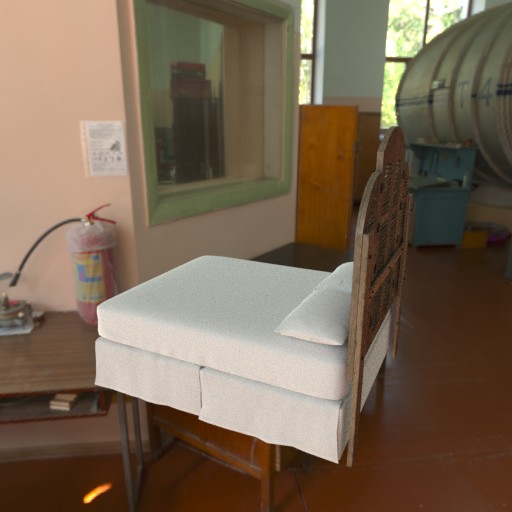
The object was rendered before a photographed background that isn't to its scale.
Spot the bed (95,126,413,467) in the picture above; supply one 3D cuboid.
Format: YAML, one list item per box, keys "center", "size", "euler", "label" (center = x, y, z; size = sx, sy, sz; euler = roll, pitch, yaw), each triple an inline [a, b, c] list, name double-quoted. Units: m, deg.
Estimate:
- center: [0.000, 0.000, 3.582]
  size: [2.138, 2.019, 1.713]
  euler: [8, 18, 25]
  label: "bed"
